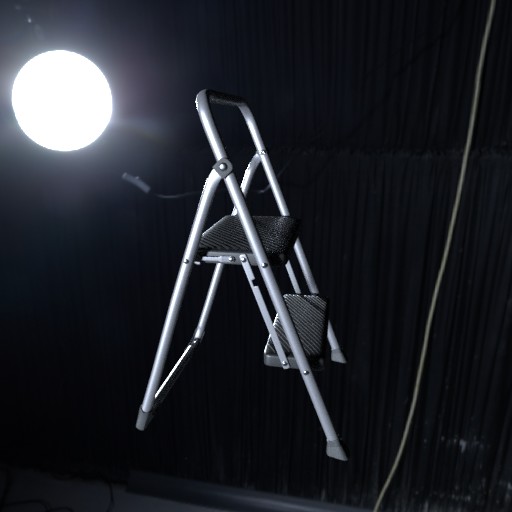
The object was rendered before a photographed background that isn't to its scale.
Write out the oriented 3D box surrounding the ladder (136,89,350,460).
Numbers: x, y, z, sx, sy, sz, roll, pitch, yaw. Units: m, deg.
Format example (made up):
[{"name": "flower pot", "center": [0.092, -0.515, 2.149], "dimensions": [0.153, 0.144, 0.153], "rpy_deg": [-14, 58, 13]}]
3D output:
[{"name": "ladder", "center": [0.000, 0.000, 1.042], "dimensions": [0.472, 0.720, 0.430], "rpy_deg": [3, 17, 10]}]
